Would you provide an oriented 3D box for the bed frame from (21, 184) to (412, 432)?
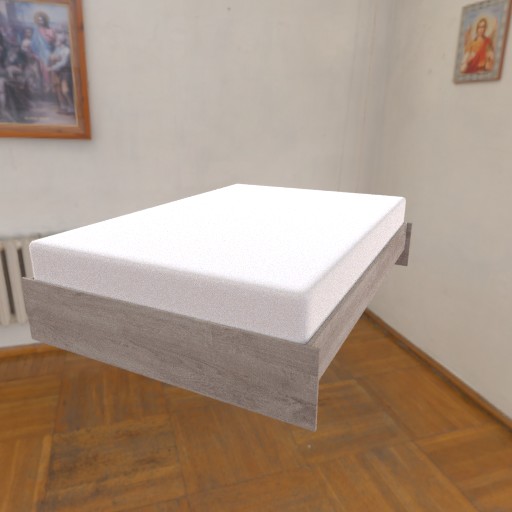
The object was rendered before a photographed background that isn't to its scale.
[{"bbox_3d":[0.000,0.000,2.583,1.445,0.497,1.945,9,20,26],"label":"bed frame"}]
